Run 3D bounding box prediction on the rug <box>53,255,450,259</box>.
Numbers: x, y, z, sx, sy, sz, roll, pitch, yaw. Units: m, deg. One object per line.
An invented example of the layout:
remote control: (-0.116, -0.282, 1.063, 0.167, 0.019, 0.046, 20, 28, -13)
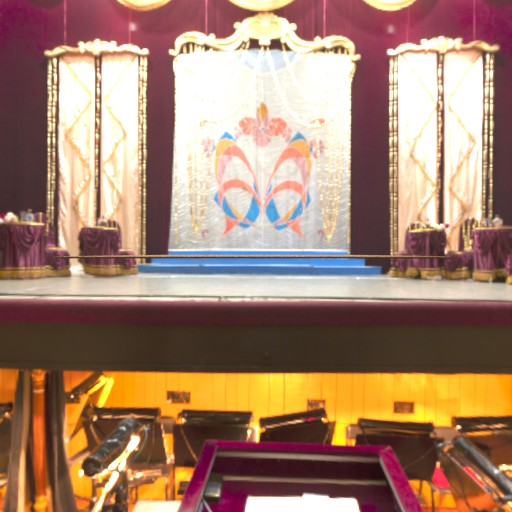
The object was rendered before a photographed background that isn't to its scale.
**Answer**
rug: (0.000, 0.000, 2.890, 1.593, 0.008, 2.238, 0, 0, 1)
